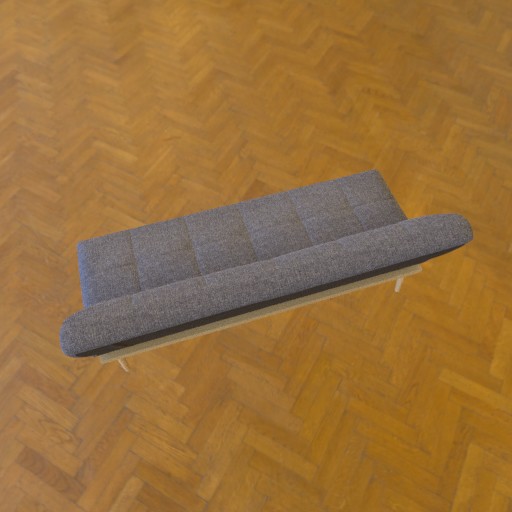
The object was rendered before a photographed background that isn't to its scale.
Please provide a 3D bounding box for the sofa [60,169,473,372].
[{"bbox_3d":[0.000,0.000,2.309,1.820,0.770,0.820,-15,59,-9],"label":"sofa"}]
